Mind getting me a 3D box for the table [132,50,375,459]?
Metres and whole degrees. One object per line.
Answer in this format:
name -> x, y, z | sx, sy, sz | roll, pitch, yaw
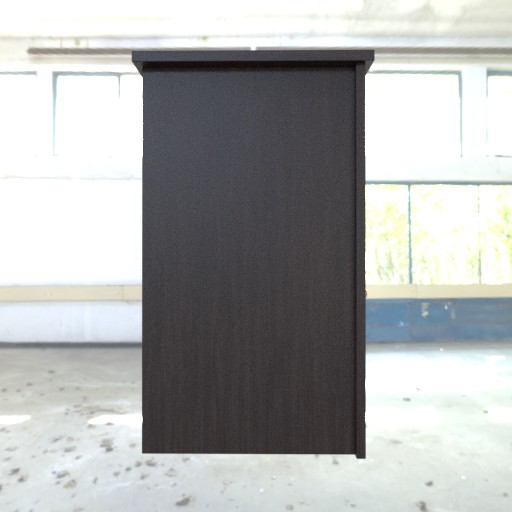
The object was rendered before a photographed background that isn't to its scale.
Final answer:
table -> 0.000, 0.000, 0.924 | 0.381, 0.635, 0.480 | 0, 0, 1
